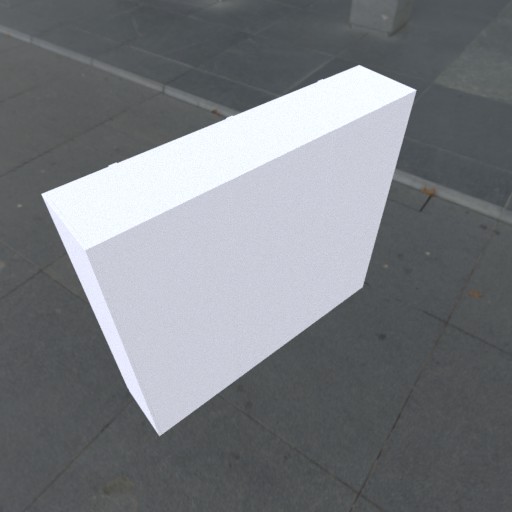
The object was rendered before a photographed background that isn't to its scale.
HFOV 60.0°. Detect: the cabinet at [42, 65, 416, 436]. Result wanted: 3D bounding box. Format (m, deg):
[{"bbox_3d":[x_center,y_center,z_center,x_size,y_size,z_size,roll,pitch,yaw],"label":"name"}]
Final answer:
[{"bbox_3d":[0.000,0.000,3.825,2.700,2.370,0.590,-31,54,-26],"label":"cabinet"}]
